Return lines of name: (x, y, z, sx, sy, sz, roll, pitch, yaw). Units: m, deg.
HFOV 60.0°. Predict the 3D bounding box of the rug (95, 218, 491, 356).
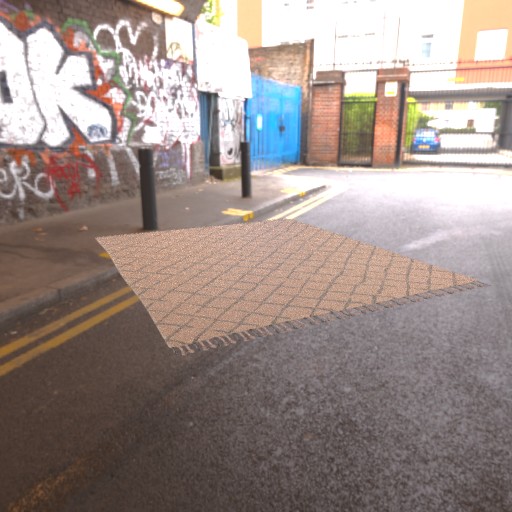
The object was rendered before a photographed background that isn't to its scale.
rug: (0.000, 0.000, 4.833, 2.892, 0.036, 3.585, -8, 17, -26)
